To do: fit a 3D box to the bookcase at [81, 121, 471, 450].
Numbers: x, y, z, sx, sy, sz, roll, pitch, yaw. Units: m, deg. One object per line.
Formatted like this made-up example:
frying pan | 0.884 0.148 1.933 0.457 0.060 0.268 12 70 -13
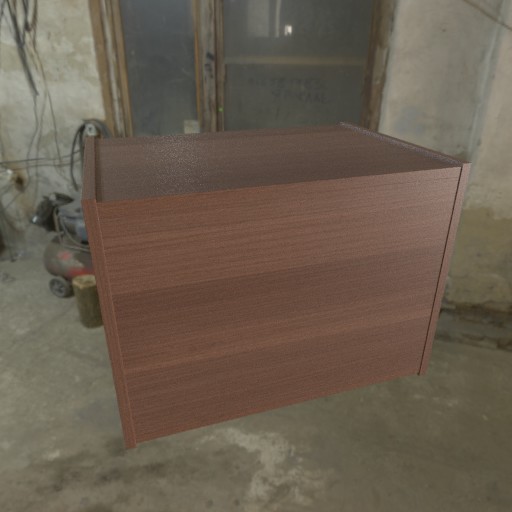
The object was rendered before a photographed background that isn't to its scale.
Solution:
bookcase | 0.000 0.000 0.631 0.415 0.305 0.290 -8 27 -16
